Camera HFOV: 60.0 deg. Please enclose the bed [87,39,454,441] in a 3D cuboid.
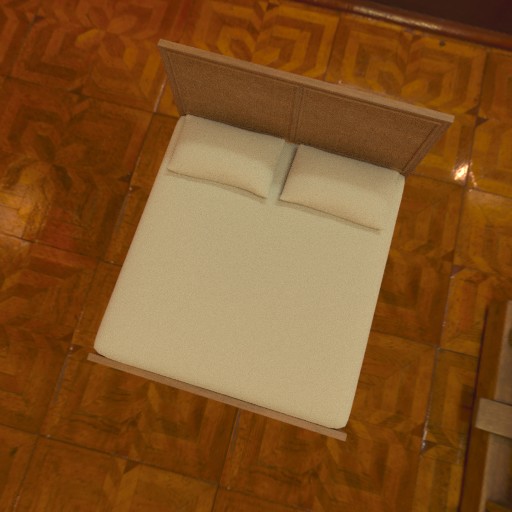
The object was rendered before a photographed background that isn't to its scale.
[{"bbox_3d":[0.000,0.000,3.339,2.003,1.387,2.184,16,77,4],"label":"bed"}]
